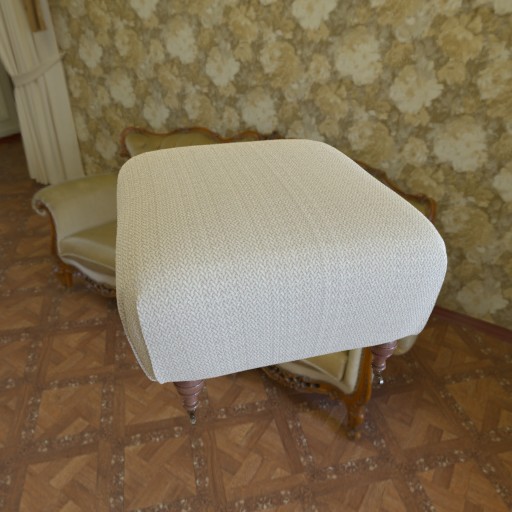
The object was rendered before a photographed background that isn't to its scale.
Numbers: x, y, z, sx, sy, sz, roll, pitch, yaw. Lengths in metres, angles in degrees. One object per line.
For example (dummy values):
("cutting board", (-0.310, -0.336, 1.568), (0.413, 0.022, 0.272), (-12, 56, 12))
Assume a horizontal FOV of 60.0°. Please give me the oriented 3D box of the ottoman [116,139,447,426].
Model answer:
("ottoman", (0.000, 0.000, 1.090), (0.622, 0.447, 0.684), (-8, 33, -12))
